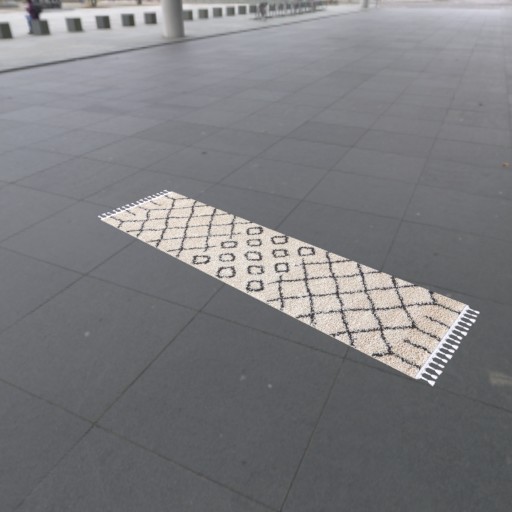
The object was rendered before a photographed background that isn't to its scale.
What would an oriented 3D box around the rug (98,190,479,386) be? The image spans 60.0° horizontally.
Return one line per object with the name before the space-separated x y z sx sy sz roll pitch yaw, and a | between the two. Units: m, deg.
rug | 0.000 0.000 2.724 2.464 0.005 0.660 24 38 33
